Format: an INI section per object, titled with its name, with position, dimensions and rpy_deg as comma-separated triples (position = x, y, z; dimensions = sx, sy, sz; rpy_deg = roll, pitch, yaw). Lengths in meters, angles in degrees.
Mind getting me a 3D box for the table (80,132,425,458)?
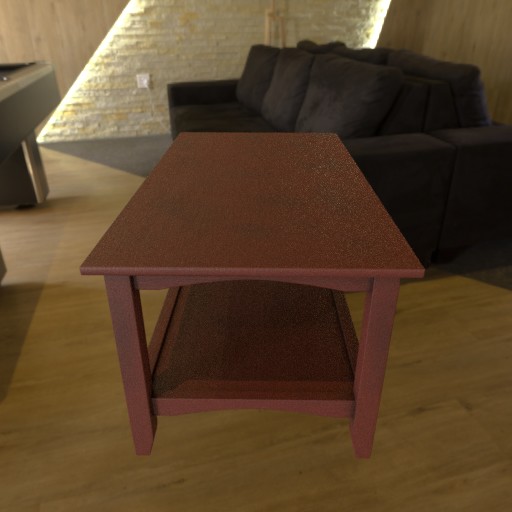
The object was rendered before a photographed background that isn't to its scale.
[table]
position = 0.000, 0.000, 1.202
dimensions = 0.533, 0.456, 0.943
rpy_deg = 0, 28, 1
